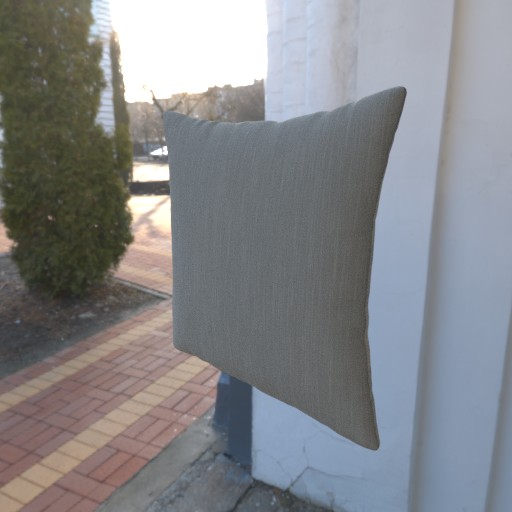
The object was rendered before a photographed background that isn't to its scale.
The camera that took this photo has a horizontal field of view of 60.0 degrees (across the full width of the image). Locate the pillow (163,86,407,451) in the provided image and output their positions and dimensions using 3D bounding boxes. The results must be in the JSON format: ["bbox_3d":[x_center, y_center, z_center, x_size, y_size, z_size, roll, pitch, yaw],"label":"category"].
[{"bbox_3d":[0.000,0.000,0.768,0.511,0.509,0.161,13,19,43],"label":"pillow"}]
